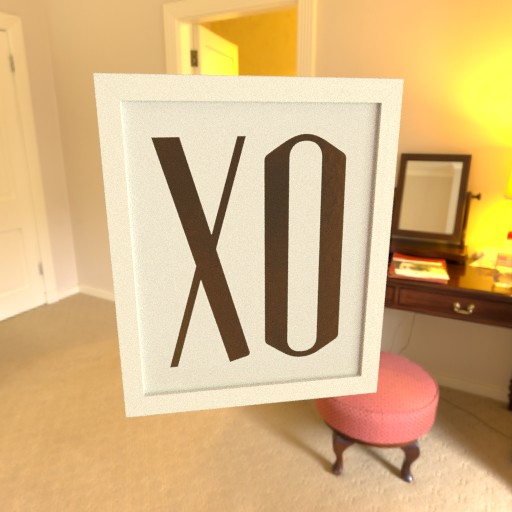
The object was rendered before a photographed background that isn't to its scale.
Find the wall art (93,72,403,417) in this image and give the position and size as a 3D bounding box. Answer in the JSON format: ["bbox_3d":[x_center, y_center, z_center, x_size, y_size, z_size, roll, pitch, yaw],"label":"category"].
[{"bbox_3d":[0.000,0.000,0.710,0.444,0.536,0.020,-3,16,-9],"label":"wall art"}]
